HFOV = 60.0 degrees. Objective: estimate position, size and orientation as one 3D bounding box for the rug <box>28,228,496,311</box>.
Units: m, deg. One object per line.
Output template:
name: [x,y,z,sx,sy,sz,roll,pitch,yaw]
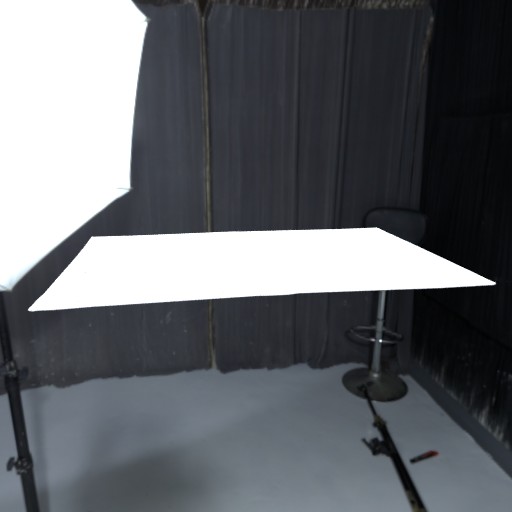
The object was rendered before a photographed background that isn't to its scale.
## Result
rug: [0.000,0.000,2.187,1.773,0.021,1.149,-2,15,-9]
